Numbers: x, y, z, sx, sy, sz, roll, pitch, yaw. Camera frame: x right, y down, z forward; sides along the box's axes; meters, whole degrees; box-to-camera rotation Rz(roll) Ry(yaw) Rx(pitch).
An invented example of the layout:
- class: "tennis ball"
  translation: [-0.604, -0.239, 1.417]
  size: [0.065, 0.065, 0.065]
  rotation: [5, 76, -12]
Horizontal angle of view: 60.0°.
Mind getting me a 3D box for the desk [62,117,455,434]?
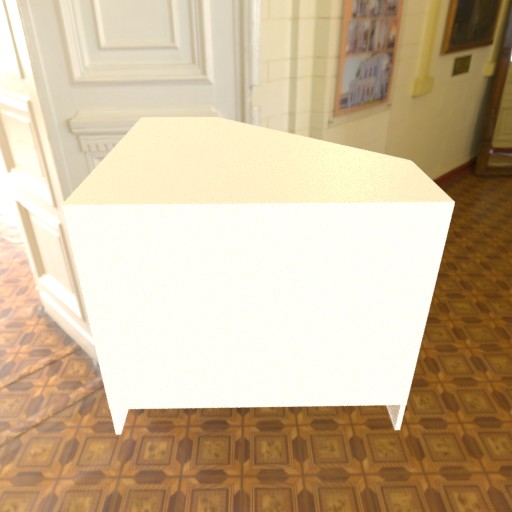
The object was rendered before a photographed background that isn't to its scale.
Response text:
- class: "desk"
  translation: [0.000, 0.000, 1.663]
  size: [0.940, 0.818, 0.926]
  rotation: [-1, 30, -1]
